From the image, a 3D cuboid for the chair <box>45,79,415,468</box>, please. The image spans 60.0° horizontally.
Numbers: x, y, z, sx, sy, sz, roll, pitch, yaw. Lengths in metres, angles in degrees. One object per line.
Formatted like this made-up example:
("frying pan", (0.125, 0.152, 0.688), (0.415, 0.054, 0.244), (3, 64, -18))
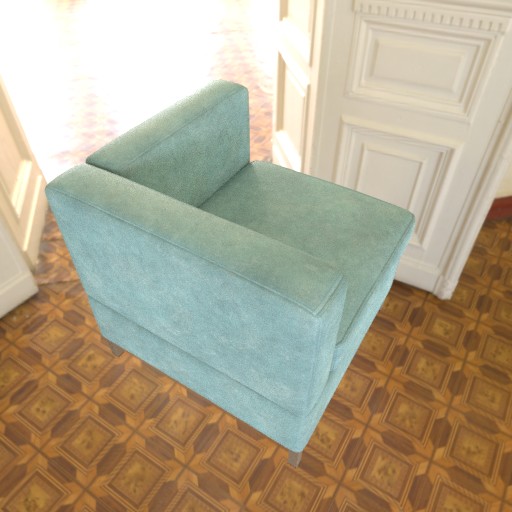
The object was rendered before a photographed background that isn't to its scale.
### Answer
("chair", (0.000, 0.000, 1.231), (0.691, 0.660, 0.684), (24, 49, 22))
